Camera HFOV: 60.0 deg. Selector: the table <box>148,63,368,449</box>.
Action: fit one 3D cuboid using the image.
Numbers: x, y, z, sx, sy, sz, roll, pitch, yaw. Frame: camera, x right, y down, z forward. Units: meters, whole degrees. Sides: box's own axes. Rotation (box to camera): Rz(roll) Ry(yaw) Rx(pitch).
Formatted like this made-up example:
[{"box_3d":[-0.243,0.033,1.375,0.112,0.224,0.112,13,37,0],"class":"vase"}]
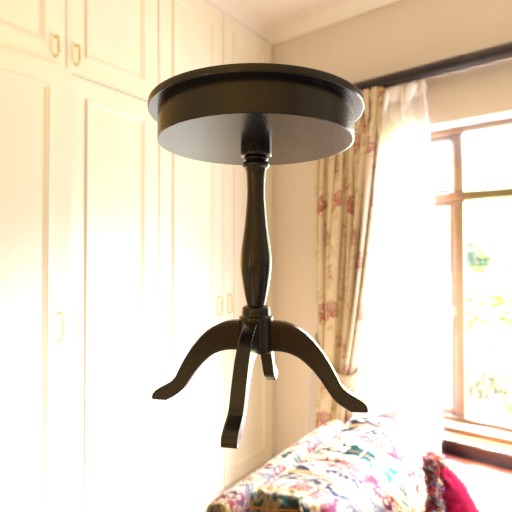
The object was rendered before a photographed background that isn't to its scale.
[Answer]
[{"box_3d":[0.000,0.000,1.000,0.481,0.665,0.481,0,-1,0],"class":"table"}]
